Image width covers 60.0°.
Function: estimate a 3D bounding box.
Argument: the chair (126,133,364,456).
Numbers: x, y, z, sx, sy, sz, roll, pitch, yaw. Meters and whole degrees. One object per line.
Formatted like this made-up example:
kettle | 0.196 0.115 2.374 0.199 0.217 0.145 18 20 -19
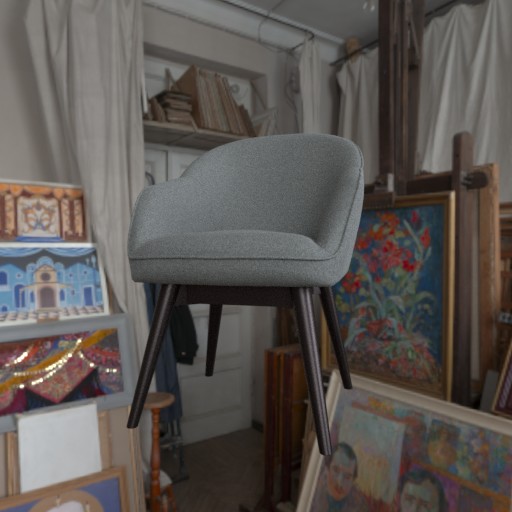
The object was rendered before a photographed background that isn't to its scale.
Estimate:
chair | 0.000 0.000 1.223 0.589 0.810 0.611 0 1 17
